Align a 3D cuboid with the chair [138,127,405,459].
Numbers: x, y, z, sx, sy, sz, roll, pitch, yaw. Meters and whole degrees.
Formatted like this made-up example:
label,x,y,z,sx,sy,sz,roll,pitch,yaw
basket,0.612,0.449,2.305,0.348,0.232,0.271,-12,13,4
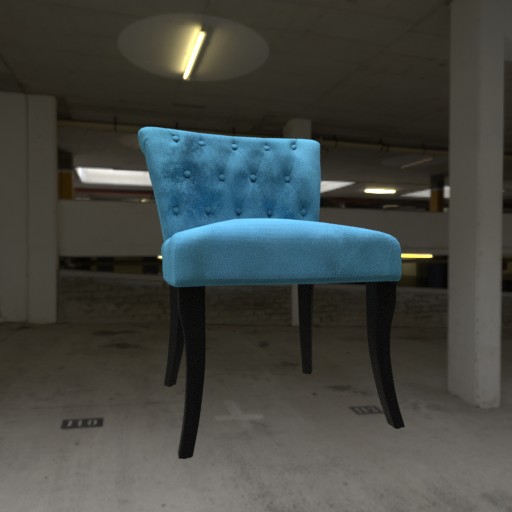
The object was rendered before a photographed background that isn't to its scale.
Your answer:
label,x,y,z,sx,sy,sz,roll,pitch,yaw
chair,0.000,0.000,1.174,0.582,0.750,0.605,0,1,-17
